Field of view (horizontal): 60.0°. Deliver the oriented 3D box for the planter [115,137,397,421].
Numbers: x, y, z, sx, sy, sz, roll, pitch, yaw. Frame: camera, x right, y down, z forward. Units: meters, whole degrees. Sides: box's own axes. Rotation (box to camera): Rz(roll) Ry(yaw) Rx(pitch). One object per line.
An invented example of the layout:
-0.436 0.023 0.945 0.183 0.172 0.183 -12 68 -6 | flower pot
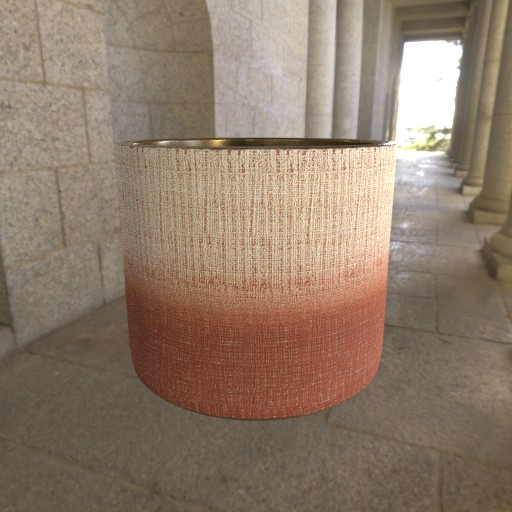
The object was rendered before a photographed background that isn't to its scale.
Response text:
0.000 0.000 0.439 0.254 0.221 0.254 0 16 0 | planter
